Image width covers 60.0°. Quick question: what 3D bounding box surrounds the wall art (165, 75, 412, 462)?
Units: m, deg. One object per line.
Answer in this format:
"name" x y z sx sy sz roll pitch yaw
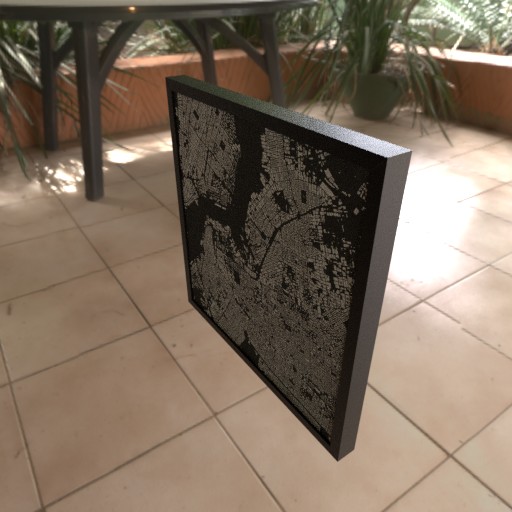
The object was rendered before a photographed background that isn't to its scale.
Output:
"wall art" 0.000 0.000 0.758 0.038 0.506 0.506 -21 38 -29
